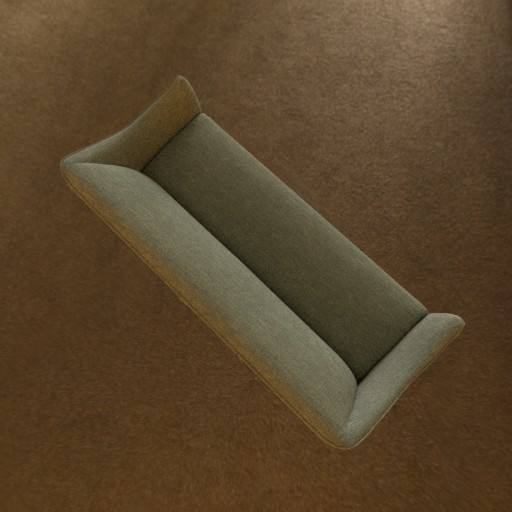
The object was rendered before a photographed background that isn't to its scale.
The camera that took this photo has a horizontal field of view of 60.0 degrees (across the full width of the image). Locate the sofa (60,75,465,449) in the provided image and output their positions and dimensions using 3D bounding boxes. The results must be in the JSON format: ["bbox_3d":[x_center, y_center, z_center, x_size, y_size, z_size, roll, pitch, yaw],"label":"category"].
[{"bbox_3d":[0.000,0.000,2.317,1.928,0.829,0.867,43,79,11],"label":"sofa"}]
